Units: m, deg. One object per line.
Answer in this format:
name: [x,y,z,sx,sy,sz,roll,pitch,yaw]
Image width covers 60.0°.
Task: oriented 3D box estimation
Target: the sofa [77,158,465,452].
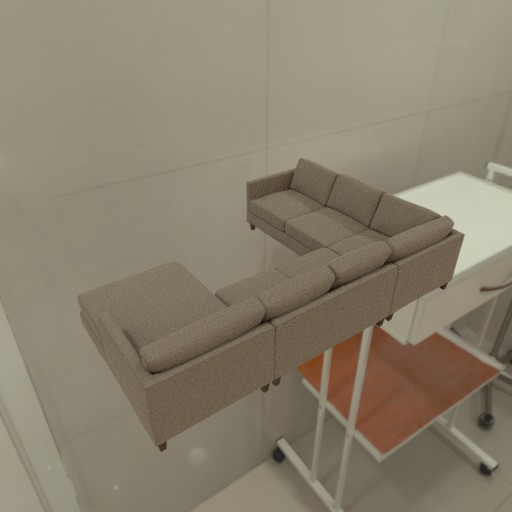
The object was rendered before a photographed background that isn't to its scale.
sofa: [0.000,0.000,4.539,3.438,0.865,2.424,-21,37,-30]
